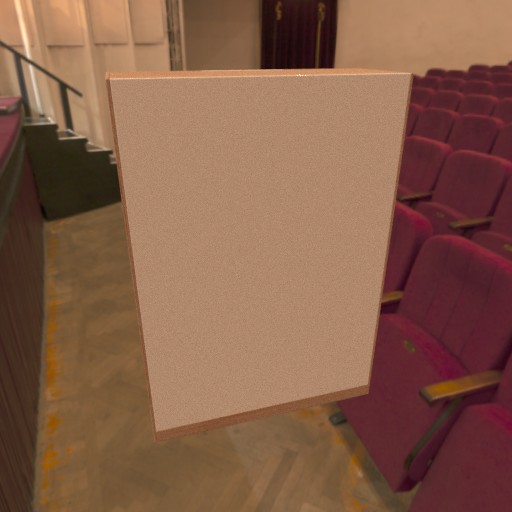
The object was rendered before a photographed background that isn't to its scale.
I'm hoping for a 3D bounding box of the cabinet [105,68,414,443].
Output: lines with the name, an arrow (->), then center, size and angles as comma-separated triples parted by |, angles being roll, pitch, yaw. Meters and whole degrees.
cabinet -> 0.000, 0.000, 2.768 | 1.500, 2.120, 0.590 | -7, 26, -15
